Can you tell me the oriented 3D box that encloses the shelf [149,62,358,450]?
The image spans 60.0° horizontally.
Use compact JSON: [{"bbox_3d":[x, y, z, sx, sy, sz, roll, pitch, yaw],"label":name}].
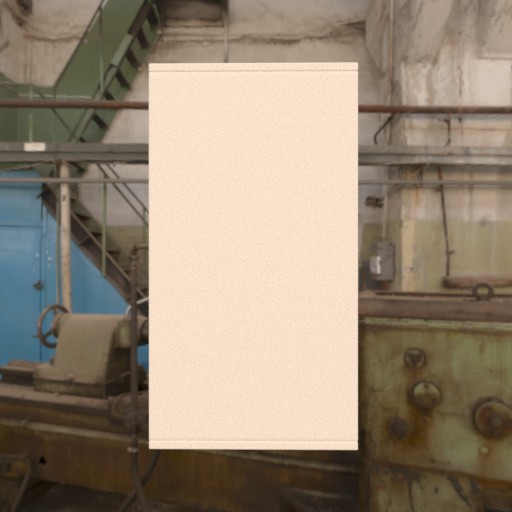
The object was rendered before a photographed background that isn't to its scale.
[{"bbox_3d":[0.000,0.000,1.284,0.396,0.732,0.895,0,0,1],"label":"shelf"}]
